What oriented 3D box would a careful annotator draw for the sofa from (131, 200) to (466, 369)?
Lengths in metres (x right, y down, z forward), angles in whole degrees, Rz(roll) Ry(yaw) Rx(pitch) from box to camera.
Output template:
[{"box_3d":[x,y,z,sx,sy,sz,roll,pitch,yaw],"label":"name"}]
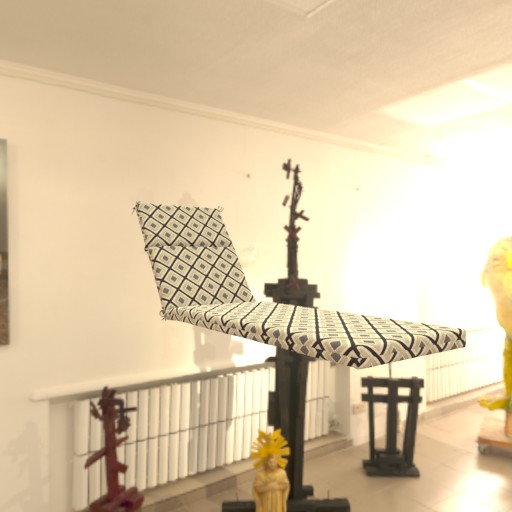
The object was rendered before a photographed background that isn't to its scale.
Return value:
[{"box_3d":[0.000,0.000,1.967,0.582,0.622,1.663,0,0,-35],"label":"sofa"}]
